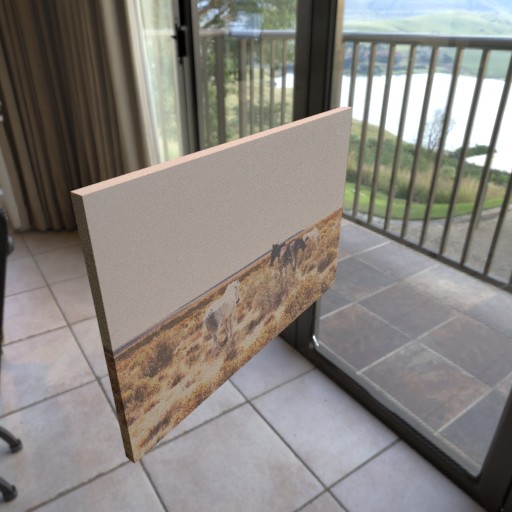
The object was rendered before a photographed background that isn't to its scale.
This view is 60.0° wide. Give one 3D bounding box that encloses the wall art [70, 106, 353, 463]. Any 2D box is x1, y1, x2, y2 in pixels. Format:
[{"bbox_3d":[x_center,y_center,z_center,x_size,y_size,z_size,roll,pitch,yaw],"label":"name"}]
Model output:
[{"bbox_3d":[0.000,0.000,1.893,0.051,1.016,1.520,20,34,32],"label":"wall art"}]
